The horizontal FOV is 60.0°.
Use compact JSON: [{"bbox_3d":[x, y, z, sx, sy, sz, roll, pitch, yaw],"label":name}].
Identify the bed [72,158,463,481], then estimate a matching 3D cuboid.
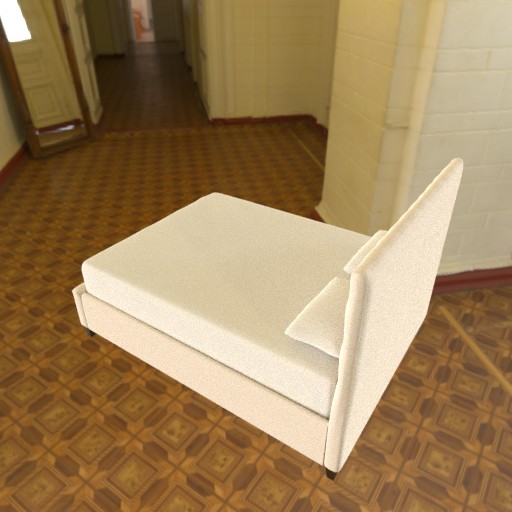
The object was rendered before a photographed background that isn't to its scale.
[{"bbox_3d":[0.000,0.000,3.244,2.233,1.426,1.696,20,37,29],"label":"bed"}]
